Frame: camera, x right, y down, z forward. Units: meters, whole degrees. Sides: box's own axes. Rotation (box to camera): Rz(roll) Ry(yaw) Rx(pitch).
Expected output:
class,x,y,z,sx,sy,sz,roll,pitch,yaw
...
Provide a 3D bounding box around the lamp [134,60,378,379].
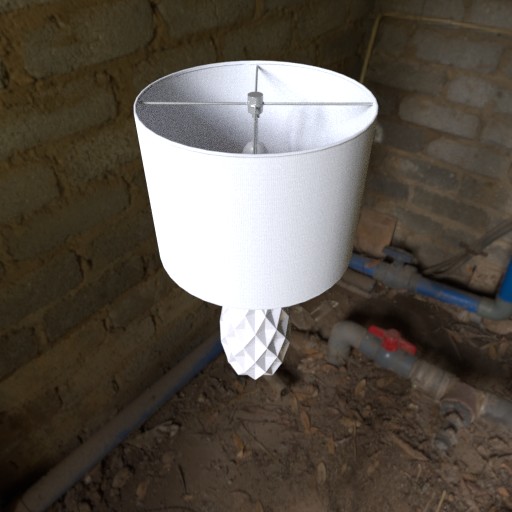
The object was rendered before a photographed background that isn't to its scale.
class,x,y,z,sx,sy,sz,roll,pitch,yaw
lamp,0.000,0.000,0.715,0.297,0.522,0.297,0,40,0
